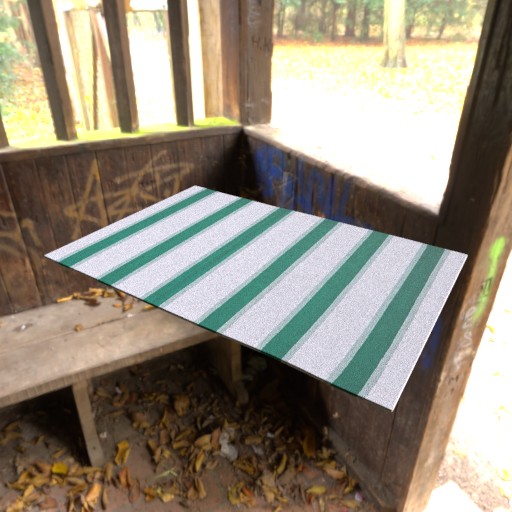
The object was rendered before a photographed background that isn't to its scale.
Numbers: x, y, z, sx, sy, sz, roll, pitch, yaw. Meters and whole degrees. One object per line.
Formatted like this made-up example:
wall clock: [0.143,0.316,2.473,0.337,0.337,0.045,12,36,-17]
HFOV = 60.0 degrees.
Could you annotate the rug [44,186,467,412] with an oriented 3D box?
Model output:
rug: [0.000,0.000,2.290,1.829,0.012,1.210,18,34,28]
